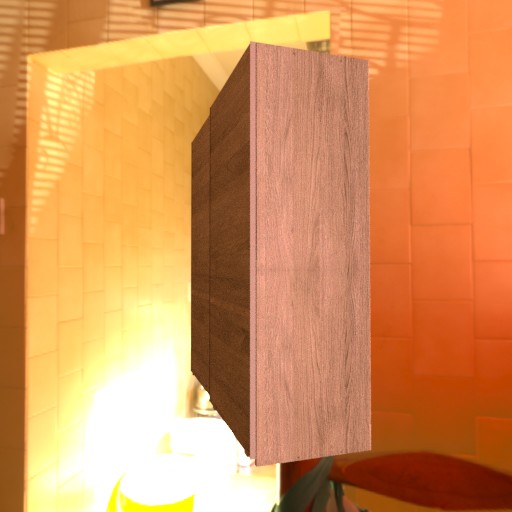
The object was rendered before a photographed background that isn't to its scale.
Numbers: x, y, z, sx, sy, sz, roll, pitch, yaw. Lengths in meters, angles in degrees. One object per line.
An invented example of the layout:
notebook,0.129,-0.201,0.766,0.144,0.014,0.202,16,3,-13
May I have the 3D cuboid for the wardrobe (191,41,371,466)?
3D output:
wardrobe,0.000,0.000,2.972,0.629,1.960,1.780,0,-1,-18
